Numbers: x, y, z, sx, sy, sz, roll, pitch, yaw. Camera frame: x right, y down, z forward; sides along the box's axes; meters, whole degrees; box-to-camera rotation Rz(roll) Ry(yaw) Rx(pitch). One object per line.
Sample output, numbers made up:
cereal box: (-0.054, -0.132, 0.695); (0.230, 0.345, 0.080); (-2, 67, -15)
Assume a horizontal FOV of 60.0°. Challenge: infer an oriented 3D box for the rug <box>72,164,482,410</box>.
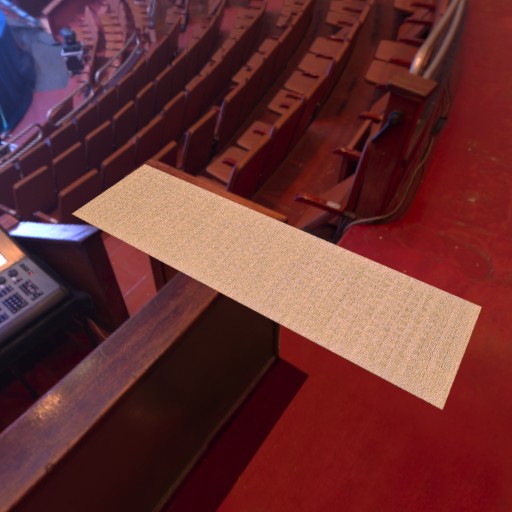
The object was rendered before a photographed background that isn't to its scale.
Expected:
rug: (0.000, 0.000, 2.640); (2.437, 0.006, 0.686); (25, 51, 23)
